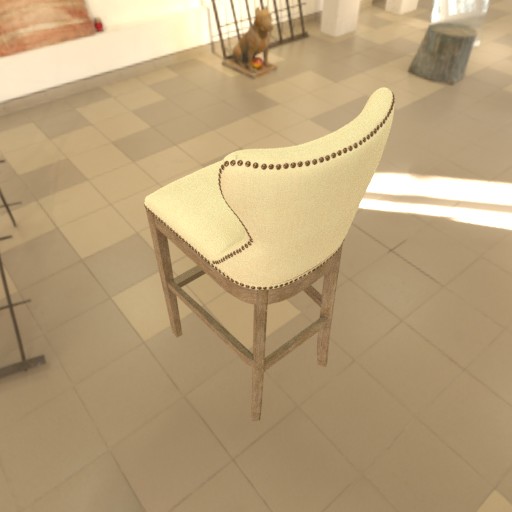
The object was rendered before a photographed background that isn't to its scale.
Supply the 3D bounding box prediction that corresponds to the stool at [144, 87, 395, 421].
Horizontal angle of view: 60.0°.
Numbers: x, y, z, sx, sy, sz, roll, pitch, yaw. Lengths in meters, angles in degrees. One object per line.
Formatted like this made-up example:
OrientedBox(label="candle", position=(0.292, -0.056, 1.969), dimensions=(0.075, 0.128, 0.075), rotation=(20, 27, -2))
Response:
OrientedBox(label="stool", position=(0.000, 0.000, 1.421), dimensions=(0.494, 1.123, 0.606), rotation=(-30, 52, -27))
